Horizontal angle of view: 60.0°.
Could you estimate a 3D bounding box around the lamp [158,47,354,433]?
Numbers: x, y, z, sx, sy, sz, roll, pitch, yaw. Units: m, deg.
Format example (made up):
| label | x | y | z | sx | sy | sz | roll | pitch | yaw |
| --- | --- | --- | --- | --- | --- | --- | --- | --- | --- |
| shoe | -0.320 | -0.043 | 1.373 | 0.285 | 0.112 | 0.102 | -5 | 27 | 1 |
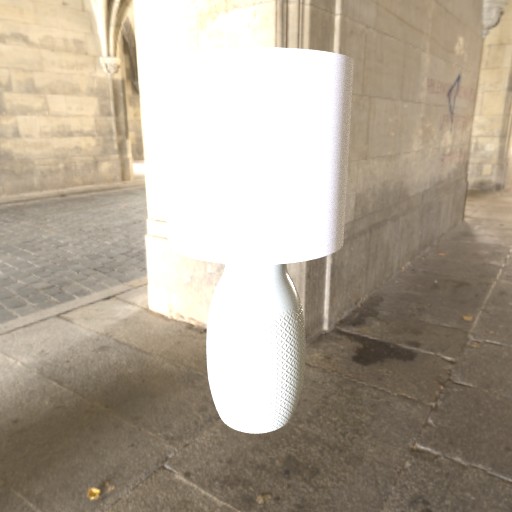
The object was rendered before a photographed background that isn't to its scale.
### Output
| label | x | y | z | sx | sy | sz | roll | pitch | yaw |
| --- | --- | --- | --- | --- | --- | --- | --- | --- | --- |
| lamp | 0.000 | 0.000 | 0.564 | 0.217 | 0.453 | 0.217 | -3 | 17 | -10 |
